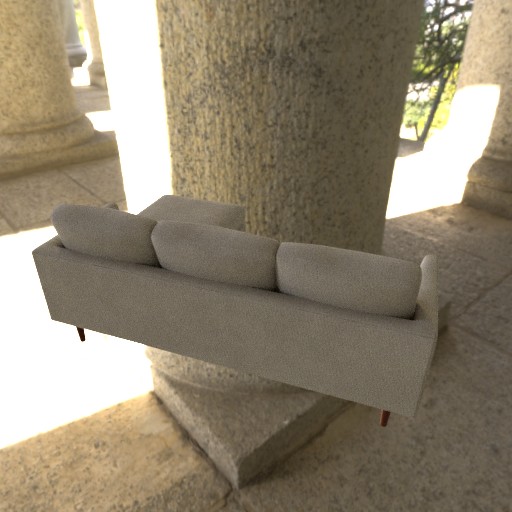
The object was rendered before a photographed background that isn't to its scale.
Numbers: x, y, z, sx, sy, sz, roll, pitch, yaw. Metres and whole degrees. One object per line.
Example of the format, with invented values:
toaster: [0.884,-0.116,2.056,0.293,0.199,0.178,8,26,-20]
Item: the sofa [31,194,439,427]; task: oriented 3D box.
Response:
sofa: [0.000,0.000,2.939,2.233,0.956,1.504,10,32,17]
